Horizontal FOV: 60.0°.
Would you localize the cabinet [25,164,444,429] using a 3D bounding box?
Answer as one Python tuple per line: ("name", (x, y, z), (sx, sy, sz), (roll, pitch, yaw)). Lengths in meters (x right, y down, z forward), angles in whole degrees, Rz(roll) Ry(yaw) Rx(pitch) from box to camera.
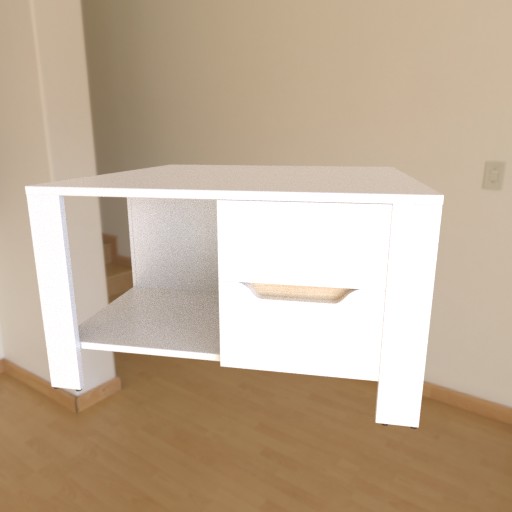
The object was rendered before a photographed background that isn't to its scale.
("cabinet", (0.000, 0.000, 1.261), (0.800, 0.460, 0.800), (3, 15, 10))
